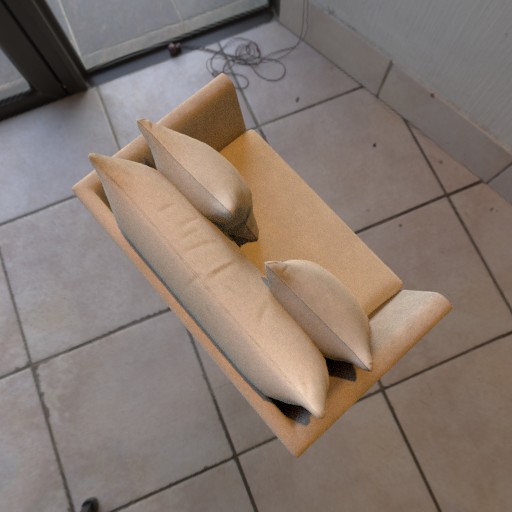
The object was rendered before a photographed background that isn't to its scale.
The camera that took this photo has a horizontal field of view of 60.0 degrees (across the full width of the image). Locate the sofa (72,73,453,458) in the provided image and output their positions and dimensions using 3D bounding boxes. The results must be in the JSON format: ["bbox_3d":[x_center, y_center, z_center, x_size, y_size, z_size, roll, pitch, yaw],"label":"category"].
[{"bbox_3d":[0.000,0.000,2.257,1.035,1.040,1.608,-41,80,-9],"label":"sofa"}]
